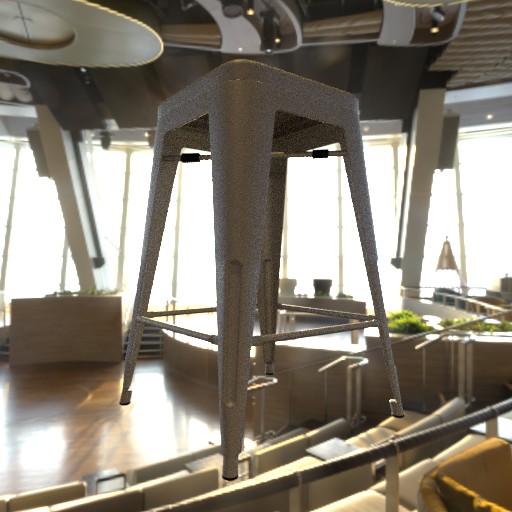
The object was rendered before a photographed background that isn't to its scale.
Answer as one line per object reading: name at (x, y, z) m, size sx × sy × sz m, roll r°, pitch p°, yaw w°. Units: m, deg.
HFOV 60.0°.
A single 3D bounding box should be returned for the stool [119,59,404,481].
stool at (0.000, 0.000, 0.875) m, size 0.406 × 0.610 × 0.406 m, roll 0°, pitch 0°, yaw -38°
